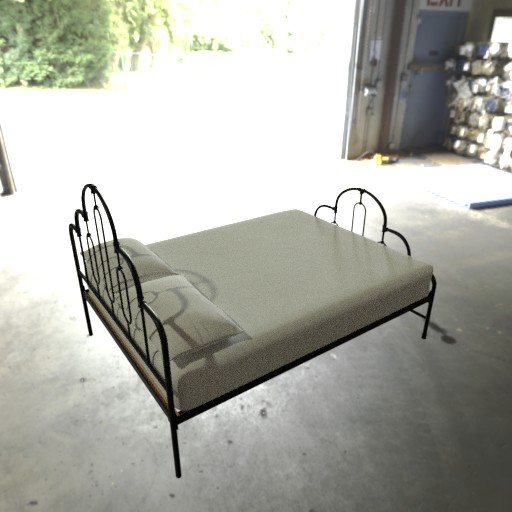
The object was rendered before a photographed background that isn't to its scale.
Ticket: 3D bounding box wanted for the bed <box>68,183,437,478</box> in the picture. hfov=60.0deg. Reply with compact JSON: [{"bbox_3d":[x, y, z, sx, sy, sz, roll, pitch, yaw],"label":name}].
[{"bbox_3d":[0.000,0.000,3.243,2.181,1.444,1.626,-17,30,-31],"label":"bed"}]
